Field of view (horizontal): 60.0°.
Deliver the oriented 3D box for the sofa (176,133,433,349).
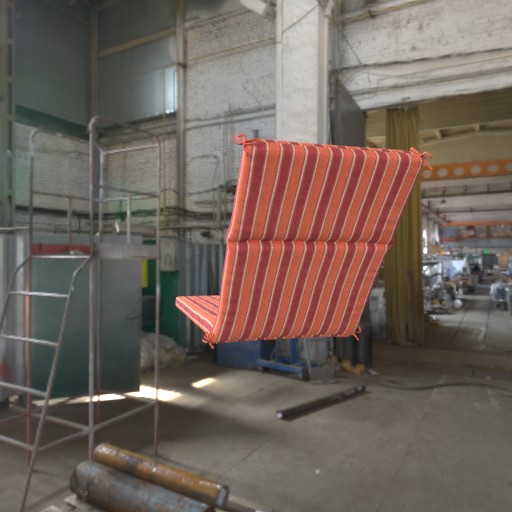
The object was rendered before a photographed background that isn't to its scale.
[{"bbox_3d":[0.000,0.000,1.940,0.582,0.622,1.663,0,0,-17],"label":"sofa"}]
